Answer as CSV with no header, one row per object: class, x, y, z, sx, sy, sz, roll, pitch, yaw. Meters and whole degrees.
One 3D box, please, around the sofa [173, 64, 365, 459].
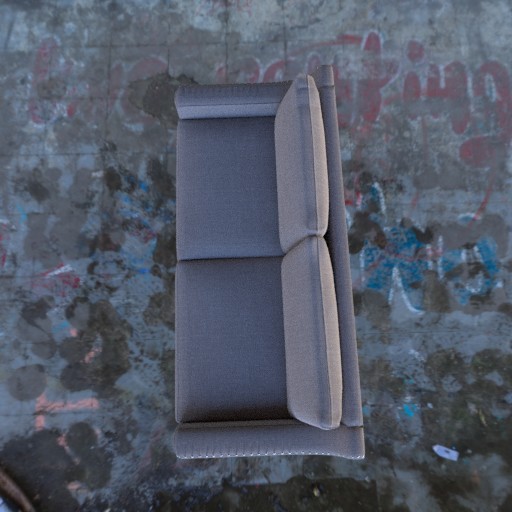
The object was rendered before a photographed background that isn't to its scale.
sofa,0.000,0.000,2.681,1.000,0.857,2.208,-2,77,0
